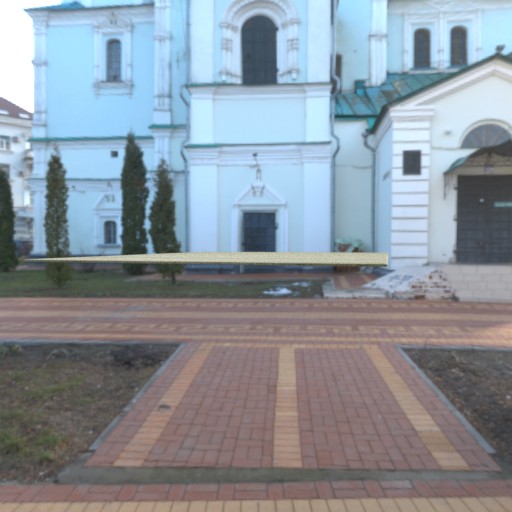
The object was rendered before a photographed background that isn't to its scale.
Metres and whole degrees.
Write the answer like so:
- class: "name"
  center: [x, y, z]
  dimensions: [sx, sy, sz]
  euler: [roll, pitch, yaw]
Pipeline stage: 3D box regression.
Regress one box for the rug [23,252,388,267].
- class: "rug"
  center: [0.000, 0.000, 4.259]
  dimensions: [2.425, 0.016, 3.198]
  euler: [0, 2, 17]
